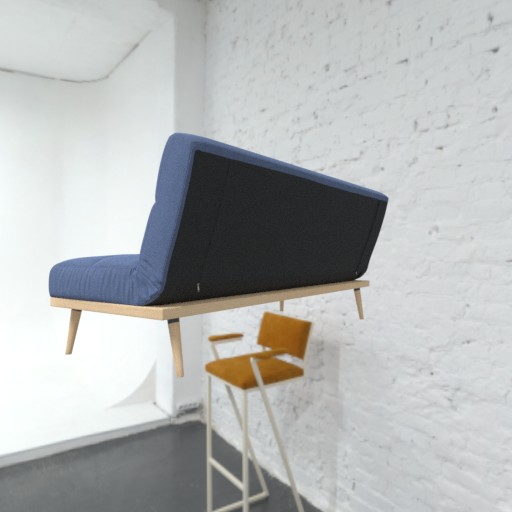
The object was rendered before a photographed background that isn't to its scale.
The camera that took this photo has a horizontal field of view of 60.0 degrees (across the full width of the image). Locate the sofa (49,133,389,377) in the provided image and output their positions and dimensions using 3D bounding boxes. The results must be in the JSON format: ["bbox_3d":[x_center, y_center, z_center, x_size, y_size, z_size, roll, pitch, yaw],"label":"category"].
[{"bbox_3d":[0.000,0.000,2.281,0.796,0.800,1.800,0,1,36],"label":"sofa"}]
